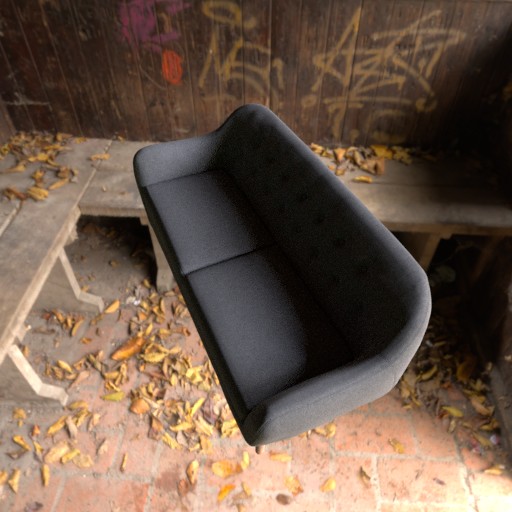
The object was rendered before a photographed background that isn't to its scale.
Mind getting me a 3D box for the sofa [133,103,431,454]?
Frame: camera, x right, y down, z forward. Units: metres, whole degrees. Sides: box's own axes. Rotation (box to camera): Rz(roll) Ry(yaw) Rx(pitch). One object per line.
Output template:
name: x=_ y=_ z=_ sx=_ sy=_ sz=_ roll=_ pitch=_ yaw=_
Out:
sofa: x=0.000 y=0.000 z=2.263 sx=0.820 sy=0.820 sz=1.840 roll=-18 pitch=49 yaw=-17
